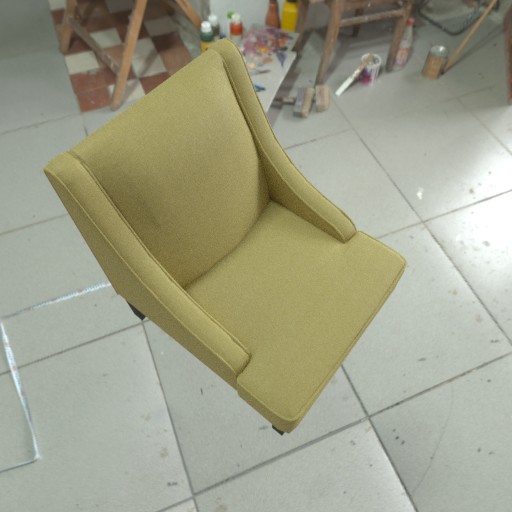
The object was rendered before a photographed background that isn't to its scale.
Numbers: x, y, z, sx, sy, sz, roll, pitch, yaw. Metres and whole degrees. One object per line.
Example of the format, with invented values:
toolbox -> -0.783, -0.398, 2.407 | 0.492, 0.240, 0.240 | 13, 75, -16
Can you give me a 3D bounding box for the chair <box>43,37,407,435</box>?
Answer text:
chair -> 0.000, 0.000, 1.452 | 0.814, 0.896, 0.696 | 34, 65, 19
